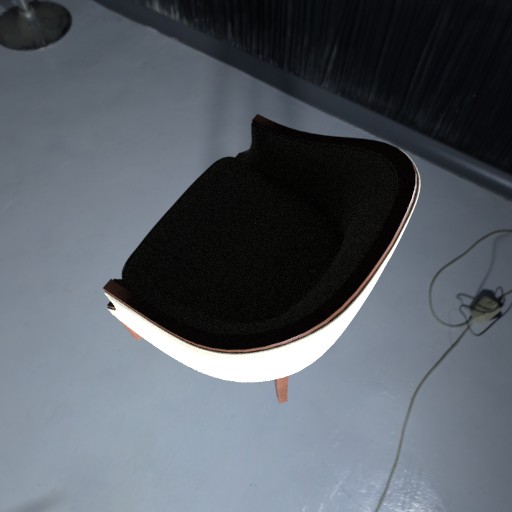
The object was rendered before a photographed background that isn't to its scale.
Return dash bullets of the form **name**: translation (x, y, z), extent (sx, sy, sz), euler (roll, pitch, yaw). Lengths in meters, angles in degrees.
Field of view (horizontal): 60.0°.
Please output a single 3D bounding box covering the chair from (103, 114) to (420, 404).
- **chair**: translation (0.000, 0.000, 1.444), extent (0.735, 0.876, 0.803), euler (30, 67, 15)
